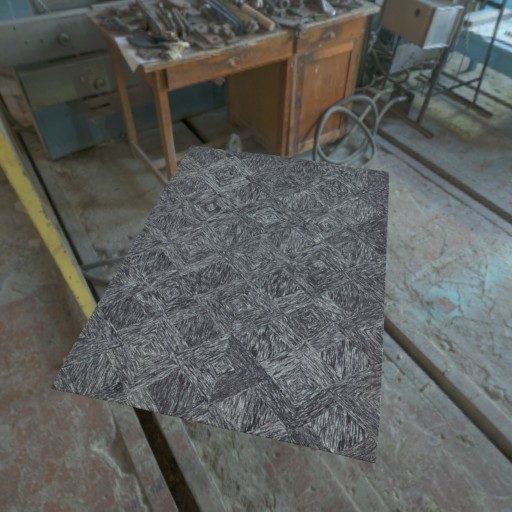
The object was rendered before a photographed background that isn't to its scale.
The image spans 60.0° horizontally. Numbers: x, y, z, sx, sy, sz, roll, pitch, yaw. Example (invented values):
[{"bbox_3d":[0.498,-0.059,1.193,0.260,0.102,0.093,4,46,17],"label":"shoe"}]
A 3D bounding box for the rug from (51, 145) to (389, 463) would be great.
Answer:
[{"bbox_3d":[0.000,0.000,5.221,2.997,0.020,4.093,10,48,9],"label":"rug"}]
